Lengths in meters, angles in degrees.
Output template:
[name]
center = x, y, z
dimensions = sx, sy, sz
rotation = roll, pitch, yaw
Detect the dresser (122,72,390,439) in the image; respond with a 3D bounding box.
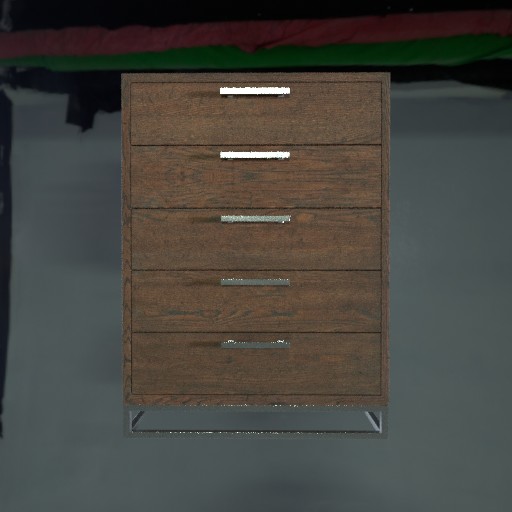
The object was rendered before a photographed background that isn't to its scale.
[dresser]
center = 0.000, 0.000, 1.826
dimensions = 0.965, 1.321, 0.508
rotation = 0, 1, 1
